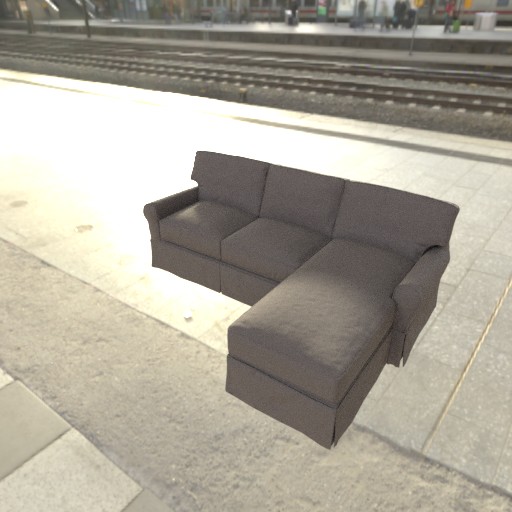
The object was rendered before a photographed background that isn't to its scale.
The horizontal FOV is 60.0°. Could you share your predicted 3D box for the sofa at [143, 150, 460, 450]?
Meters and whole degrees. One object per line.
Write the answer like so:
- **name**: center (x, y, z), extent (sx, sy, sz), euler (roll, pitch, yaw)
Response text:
- **sofa**: center (0.000, 0.000, 3.373), extent (2.475, 0.978, 1.733), euler (19, 34, 30)
